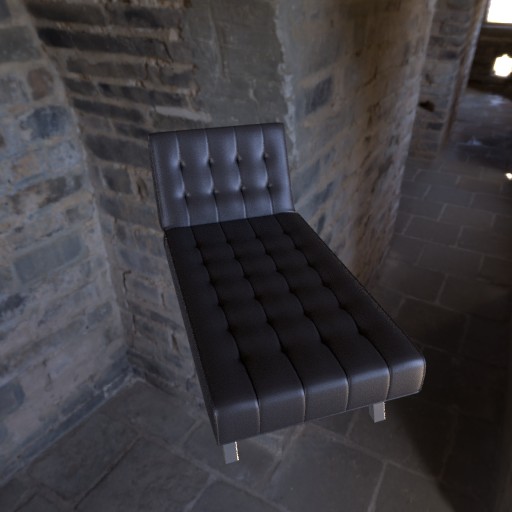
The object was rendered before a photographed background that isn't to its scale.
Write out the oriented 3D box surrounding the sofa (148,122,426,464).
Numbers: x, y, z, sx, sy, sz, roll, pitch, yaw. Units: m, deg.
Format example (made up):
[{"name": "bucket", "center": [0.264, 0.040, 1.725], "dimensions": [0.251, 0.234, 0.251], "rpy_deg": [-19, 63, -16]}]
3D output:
[{"name": "sofa", "center": [0.000, 0.000, 2.013], "dimensions": [0.760, 0.820, 1.560], "rpy_deg": [-9, 33, -15]}]
